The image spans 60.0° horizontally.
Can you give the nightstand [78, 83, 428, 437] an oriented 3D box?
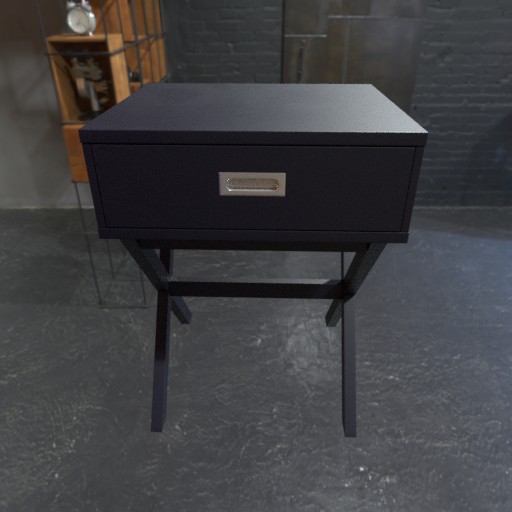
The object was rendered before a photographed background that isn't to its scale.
[{"bbox_3d":[0.000,0.000,0.932,0.479,0.623,0.402,1,30,2],"label":"nightstand"}]
